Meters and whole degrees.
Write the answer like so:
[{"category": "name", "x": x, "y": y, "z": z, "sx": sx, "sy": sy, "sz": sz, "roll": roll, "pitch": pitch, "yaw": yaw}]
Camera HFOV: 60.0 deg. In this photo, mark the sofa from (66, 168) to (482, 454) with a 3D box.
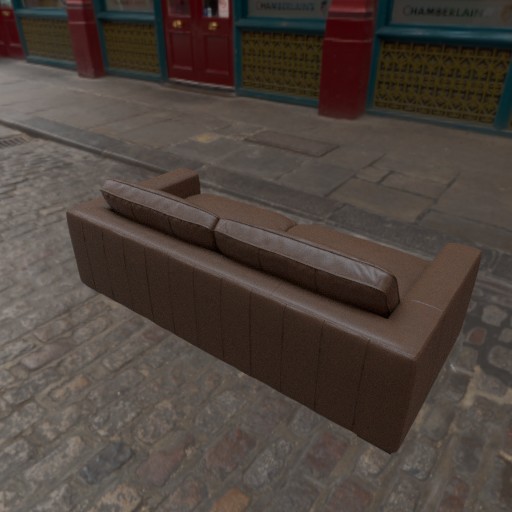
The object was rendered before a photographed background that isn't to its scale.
[{"category": "sofa", "x": 0.000, "y": 0.000, "z": 2.656, "sx": 2.262, "sy": 0.801, "sz": 1.070, "roll": 21, "pitch": 36, "yaw": 31}]
